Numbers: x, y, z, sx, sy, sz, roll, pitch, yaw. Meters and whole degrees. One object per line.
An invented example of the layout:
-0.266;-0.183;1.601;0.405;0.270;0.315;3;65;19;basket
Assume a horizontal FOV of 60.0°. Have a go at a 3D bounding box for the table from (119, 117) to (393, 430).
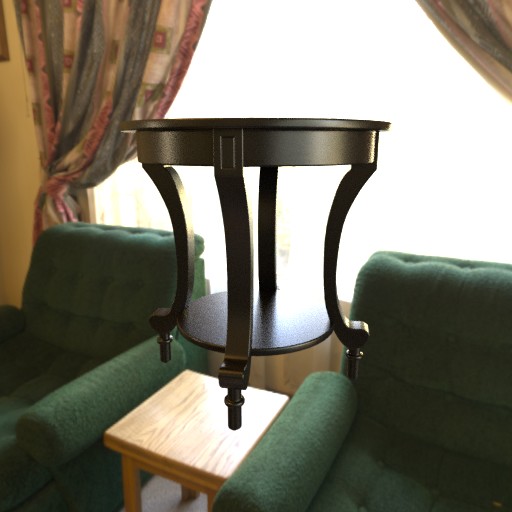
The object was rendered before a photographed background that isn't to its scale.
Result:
0.000;0.000;1.084;0.597;0.618;0.597;0;14;0;table
